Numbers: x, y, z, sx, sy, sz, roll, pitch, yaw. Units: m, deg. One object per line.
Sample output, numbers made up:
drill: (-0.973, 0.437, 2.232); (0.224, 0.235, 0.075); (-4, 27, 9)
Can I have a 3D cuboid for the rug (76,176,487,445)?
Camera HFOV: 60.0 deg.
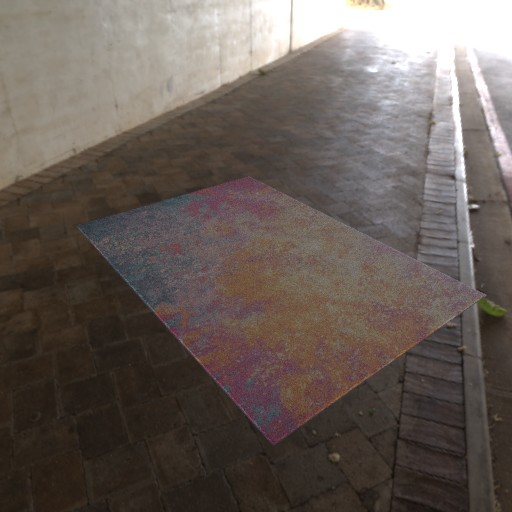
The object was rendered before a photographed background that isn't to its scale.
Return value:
rug: (0.000, 0.000, 3.668); (2.007, 0.013, 2.896); (-22, 38, -31)
